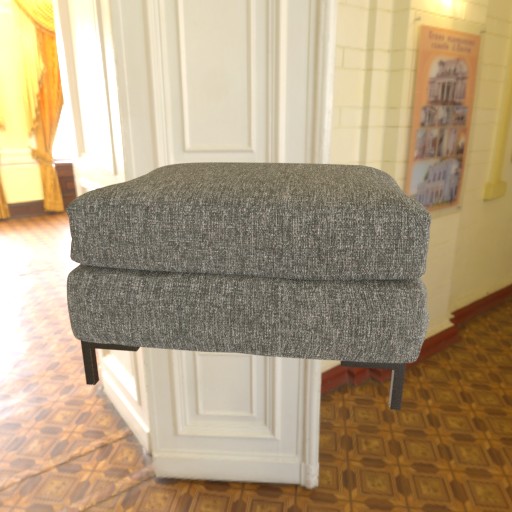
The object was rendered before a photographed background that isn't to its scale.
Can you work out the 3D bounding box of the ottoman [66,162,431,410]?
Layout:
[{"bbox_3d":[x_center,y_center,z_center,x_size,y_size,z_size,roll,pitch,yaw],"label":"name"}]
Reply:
[{"bbox_3d":[0.000,0.000,1.232,0.828,0.480,0.683,2,18,7],"label":"ottoman"}]
